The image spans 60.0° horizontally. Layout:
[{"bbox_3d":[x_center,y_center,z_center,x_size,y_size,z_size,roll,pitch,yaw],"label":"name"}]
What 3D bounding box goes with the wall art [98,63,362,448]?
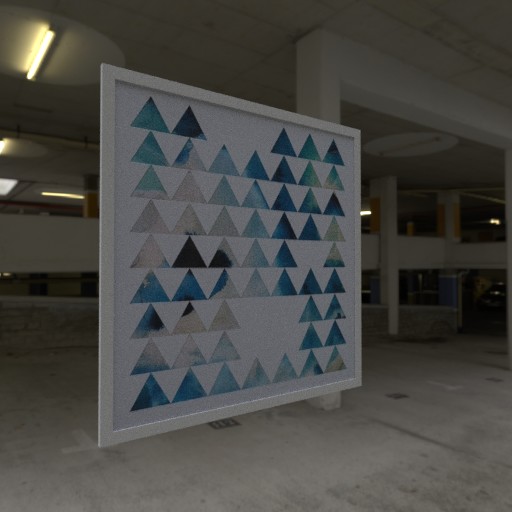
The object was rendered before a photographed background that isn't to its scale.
[{"bbox_3d":[0.000,0.000,0.661,0.456,0.456,0.007,1,-1,-36],"label":"wall art"}]
